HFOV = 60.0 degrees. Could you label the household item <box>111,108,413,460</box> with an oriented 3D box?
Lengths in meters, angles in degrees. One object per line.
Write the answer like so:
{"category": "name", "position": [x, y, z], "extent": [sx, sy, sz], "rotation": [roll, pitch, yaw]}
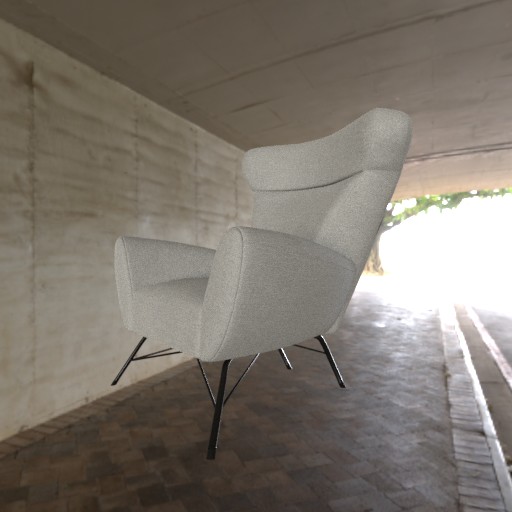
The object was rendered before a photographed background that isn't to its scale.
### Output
{"category": "household item", "position": [0.000, 0.000, 1.742], "extent": [0.900, 1.050, 0.980], "rotation": [0, 1, -36]}
